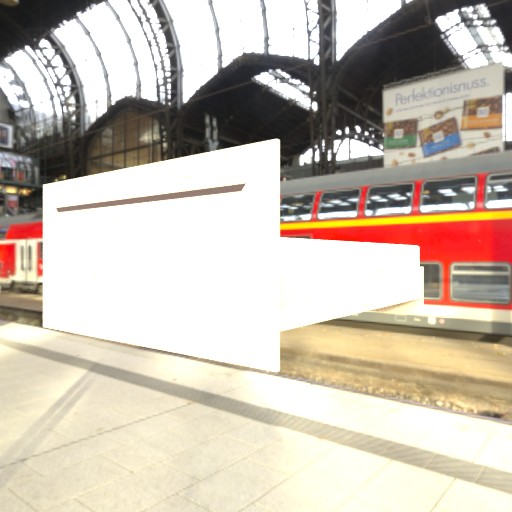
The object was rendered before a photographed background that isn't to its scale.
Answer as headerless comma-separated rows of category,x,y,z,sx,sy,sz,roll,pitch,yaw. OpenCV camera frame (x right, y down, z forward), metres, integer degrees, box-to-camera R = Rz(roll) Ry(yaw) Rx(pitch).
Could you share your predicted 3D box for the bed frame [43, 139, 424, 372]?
bed frame,0.000,0.000,3.078,1.800,0.900,2.080,0,0,38
